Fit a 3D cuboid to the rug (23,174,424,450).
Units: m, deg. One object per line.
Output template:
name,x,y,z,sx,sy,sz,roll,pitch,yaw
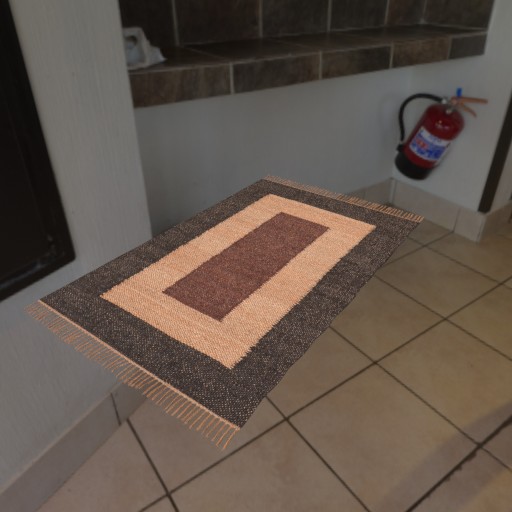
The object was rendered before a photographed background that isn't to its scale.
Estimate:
rug,0.000,0.000,1.838,0.920,0.013,1.541,21,38,30
